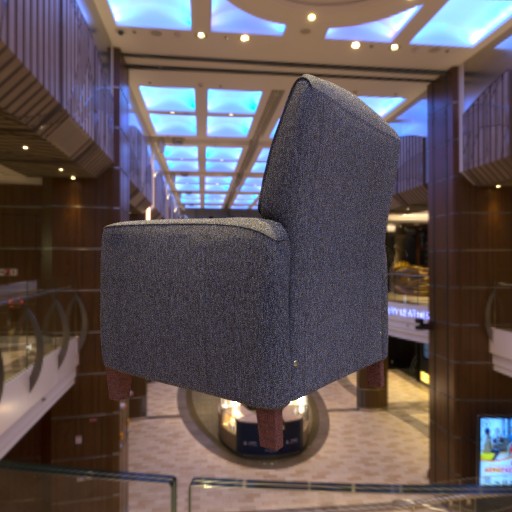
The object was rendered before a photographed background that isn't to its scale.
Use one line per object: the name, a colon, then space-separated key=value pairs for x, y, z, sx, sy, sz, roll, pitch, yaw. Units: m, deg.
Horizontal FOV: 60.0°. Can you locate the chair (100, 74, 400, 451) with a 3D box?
chair: x=0.000 y=0.000 z=1.647 sx=0.864 sy=1.014 sz=0.848 roll=0 pitch=-1 yaw=37
